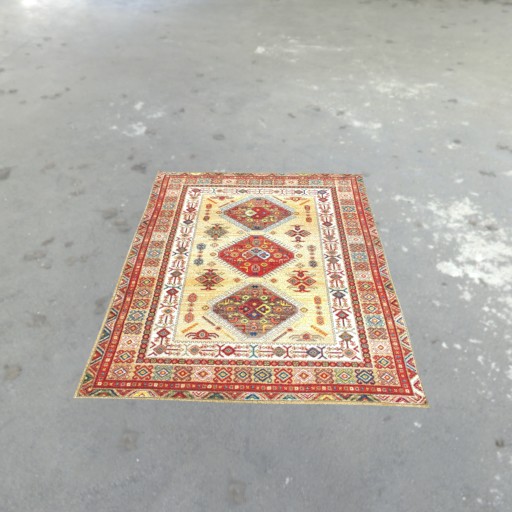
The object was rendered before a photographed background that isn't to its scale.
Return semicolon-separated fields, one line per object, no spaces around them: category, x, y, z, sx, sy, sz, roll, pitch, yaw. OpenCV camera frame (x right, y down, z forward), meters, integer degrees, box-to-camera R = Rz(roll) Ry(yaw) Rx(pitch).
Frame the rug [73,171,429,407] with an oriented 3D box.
rug;0.000;0.000;4.196;2.460;0.005;3.067;1;41;1
